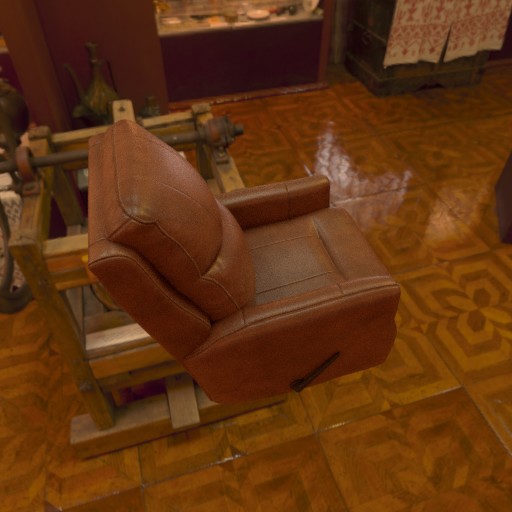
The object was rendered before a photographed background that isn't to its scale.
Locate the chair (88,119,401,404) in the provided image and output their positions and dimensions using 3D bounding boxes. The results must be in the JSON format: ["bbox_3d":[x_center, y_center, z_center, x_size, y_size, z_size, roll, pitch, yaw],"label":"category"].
[{"bbox_3d":[0.000,0.000,1.737,1.072,1.016,0.821,-11,45,-11],"label":"chair"}]
